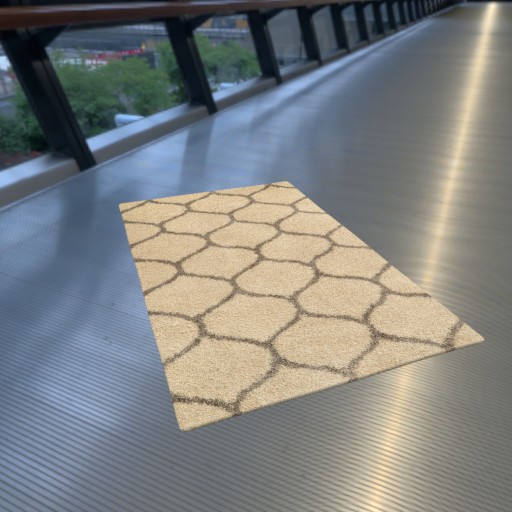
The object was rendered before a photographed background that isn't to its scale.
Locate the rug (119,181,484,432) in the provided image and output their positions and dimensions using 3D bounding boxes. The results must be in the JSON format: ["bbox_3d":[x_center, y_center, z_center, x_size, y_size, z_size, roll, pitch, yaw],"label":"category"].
[{"bbox_3d":[0.000,0.000,2.874,1.501,0.024,2.348,-11,31,-18],"label":"rug"}]
